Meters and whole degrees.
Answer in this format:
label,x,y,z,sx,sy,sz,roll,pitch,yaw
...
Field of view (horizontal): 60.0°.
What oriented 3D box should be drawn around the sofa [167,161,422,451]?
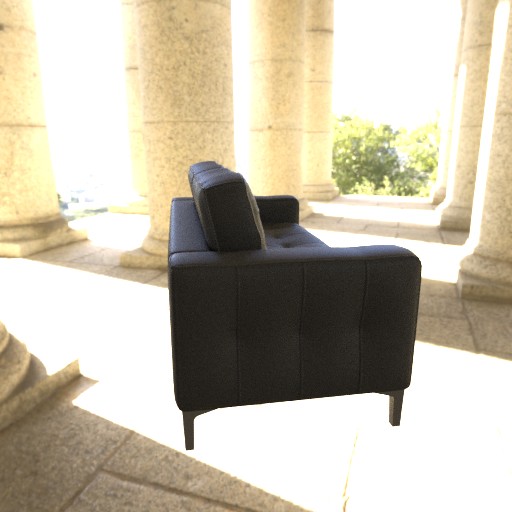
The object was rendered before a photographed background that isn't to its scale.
label,x,y,z,sx,sy,sz,roll,pitch,yaw
sofa,0.000,0.000,2.215,0.833,0.892,1.726,-3,15,-10
